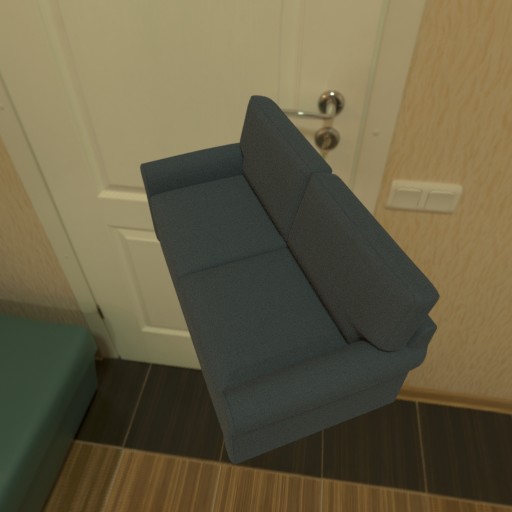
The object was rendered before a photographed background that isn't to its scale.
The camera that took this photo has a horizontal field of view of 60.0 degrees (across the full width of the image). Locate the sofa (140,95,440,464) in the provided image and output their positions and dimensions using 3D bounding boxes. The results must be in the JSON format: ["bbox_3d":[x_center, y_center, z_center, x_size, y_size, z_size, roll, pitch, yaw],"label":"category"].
[{"bbox_3d":[0.000,0.000,2.533,0.940,1.020,1.930,-15,48,-14],"label":"sofa"}]
